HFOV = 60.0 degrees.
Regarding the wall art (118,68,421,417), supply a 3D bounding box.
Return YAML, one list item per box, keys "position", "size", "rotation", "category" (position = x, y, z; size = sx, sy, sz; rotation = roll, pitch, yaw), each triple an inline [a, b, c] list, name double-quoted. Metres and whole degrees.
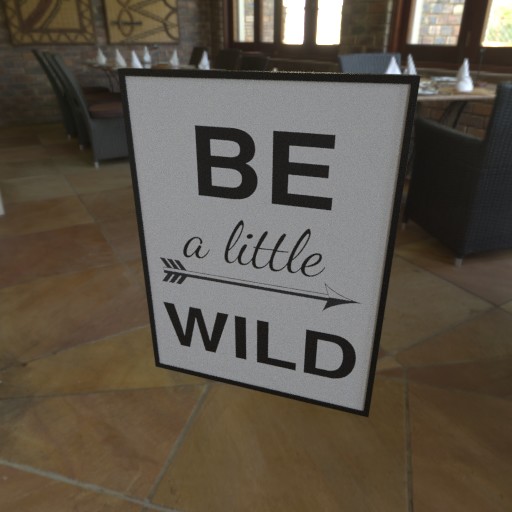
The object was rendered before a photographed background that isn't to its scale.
- position: [0.000, 0.000, 1.378]
  size: [0.806, 1.062, 0.038]
  rotation: [8, 28, 17]
  category: "wall art"
